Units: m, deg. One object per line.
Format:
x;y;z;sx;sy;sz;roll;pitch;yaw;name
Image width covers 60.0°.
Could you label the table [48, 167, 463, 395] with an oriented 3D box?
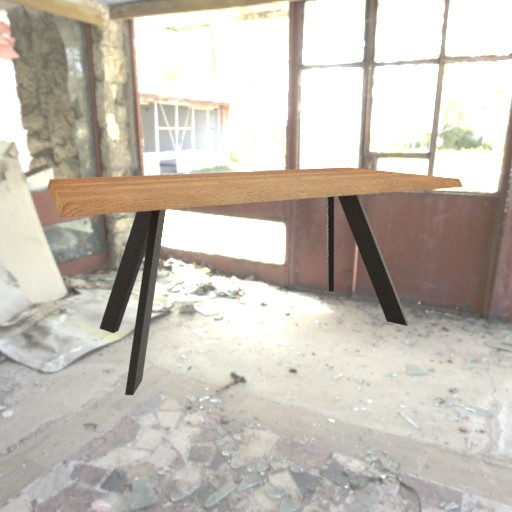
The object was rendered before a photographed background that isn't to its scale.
0.000;0.000;2.236;1.800;0.770;0.900;-8;17;-26;table
